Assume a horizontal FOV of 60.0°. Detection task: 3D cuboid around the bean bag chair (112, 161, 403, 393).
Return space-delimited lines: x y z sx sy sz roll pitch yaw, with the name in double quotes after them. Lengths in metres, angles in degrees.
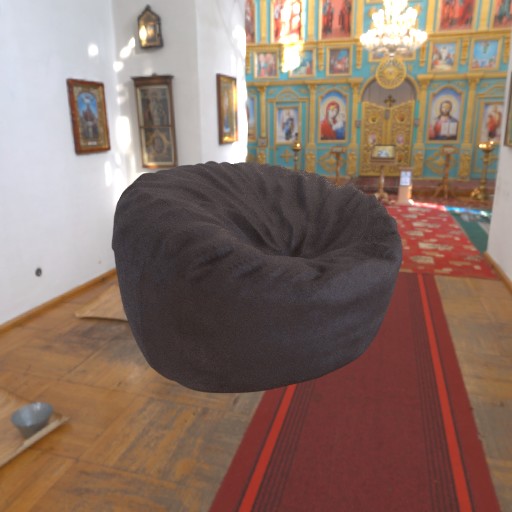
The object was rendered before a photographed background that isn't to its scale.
0.000 0.000 2.044 1.245 0.821 1.245 0 15 0 "bean bag chair"
